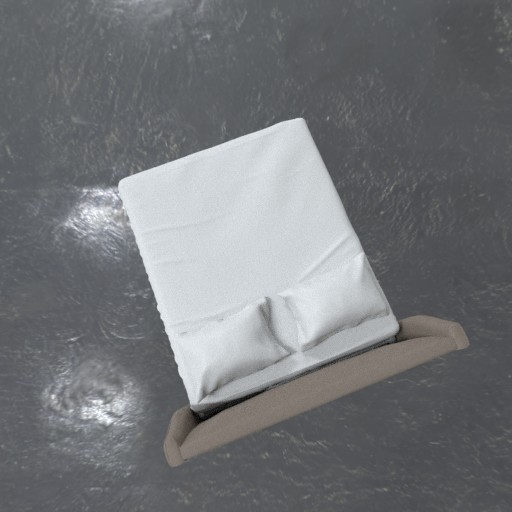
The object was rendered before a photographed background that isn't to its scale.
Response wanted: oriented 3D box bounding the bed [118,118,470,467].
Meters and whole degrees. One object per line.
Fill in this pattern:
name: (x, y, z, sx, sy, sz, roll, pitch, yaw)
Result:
bed: (0.000, 0.000, 3.449, 1.925, 1.332, 2.276, -20, 77, -5)
